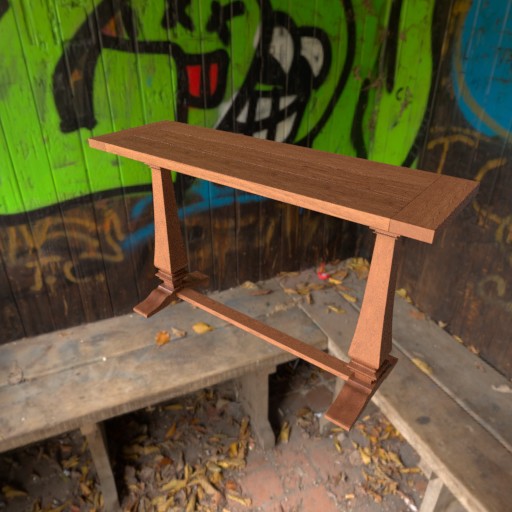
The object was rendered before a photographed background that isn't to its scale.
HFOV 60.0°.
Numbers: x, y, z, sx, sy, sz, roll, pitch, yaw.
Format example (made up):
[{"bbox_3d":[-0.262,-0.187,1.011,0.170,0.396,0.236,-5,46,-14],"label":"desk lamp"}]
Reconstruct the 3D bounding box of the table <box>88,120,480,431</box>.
[{"bbox_3d":[0.000,0.000,1.874,1.478,0.852,0.461,21,35,32],"label":"table"}]
